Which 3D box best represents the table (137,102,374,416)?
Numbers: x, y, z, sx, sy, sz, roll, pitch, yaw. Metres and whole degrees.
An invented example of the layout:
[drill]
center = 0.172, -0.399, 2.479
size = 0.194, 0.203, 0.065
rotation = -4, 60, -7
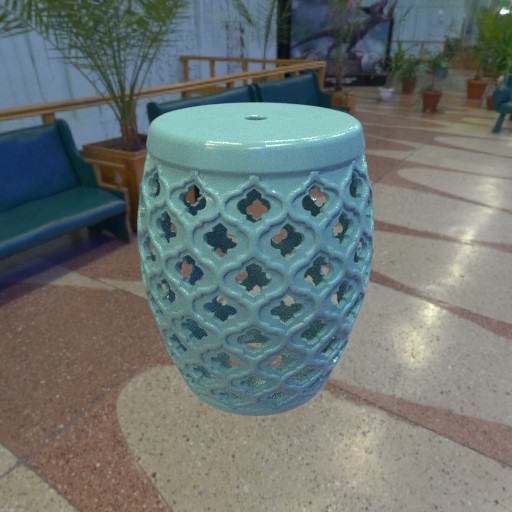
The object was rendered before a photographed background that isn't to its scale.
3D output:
[table]
center = 0.000, 0.000, 0.641
size = 0.325, 0.388, 0.325
rotation = 0, 28, 0
